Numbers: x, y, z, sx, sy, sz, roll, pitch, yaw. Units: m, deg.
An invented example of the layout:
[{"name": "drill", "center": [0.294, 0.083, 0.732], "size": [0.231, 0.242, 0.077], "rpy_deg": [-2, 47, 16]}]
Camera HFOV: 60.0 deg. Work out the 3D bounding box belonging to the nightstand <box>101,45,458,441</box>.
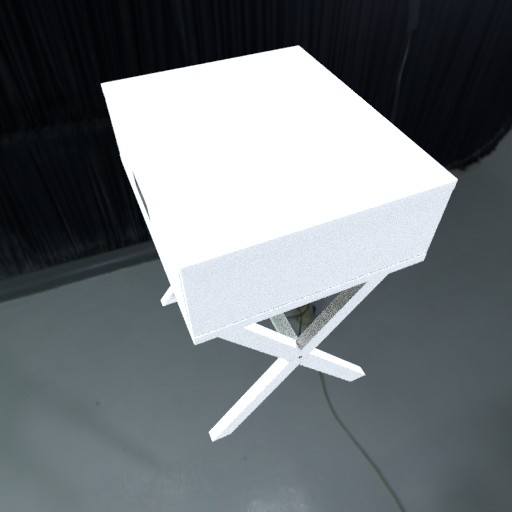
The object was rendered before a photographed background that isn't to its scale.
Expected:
[{"name": "nightstand", "center": [0.000, 0.000, 0.937], "size": [0.402, 0.623, 0.479], "rpy_deg": [-18, 50, -16]}]
